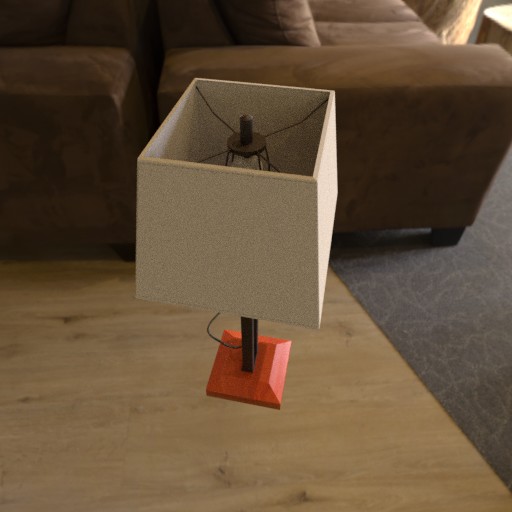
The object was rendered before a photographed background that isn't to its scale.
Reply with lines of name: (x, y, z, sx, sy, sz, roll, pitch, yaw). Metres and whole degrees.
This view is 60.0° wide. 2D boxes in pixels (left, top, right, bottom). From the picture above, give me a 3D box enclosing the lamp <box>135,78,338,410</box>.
lamp: (0.000, 0.000, 0.970, 0.310, 0.737, 0.498, 9, 46, 8)
